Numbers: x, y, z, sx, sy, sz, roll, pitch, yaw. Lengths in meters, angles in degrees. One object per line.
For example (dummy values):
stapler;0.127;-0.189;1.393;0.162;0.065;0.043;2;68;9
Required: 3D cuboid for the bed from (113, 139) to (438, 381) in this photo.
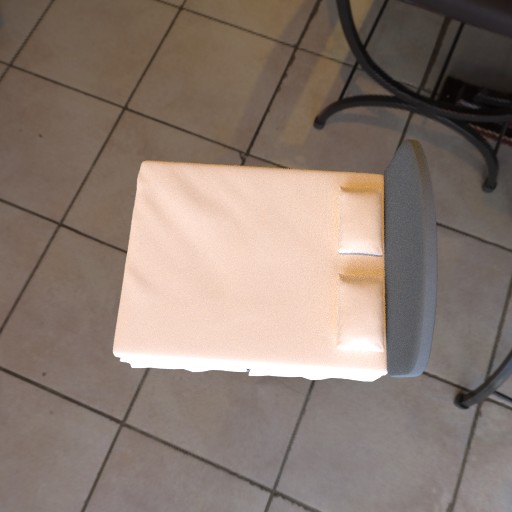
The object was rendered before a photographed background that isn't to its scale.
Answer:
bed;0.000;0.000;3.124;2.005;1.410;1.607;4;74;1
